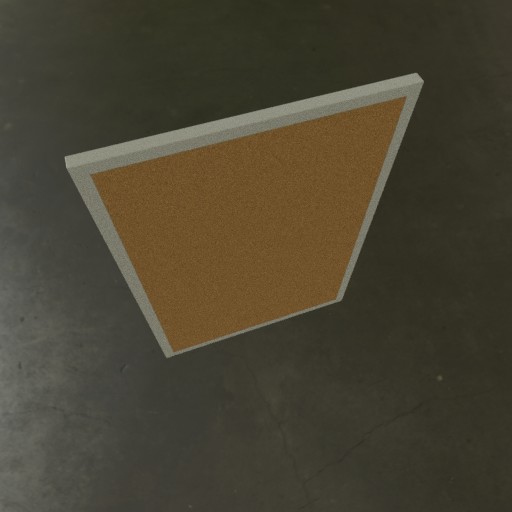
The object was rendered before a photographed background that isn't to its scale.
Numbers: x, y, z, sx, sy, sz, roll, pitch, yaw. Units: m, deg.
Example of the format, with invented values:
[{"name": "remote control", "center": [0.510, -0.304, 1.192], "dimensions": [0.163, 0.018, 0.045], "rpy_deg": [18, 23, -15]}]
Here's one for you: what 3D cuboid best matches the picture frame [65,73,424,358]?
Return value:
[{"name": "picture frame", "center": [0.000, 0.000, 0.546], "dimensions": [0.305, 0.434, 0.013], "rpy_deg": [-17, 60, -10]}]
